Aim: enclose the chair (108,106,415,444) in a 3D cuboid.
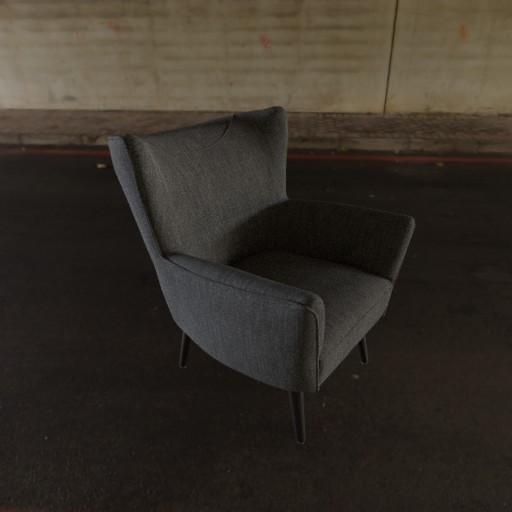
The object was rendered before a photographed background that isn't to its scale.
[{"bbox_3d":[0.000,0.000,1.604,0.888,0.933,0.781,18,31,33],"label":"chair"}]
